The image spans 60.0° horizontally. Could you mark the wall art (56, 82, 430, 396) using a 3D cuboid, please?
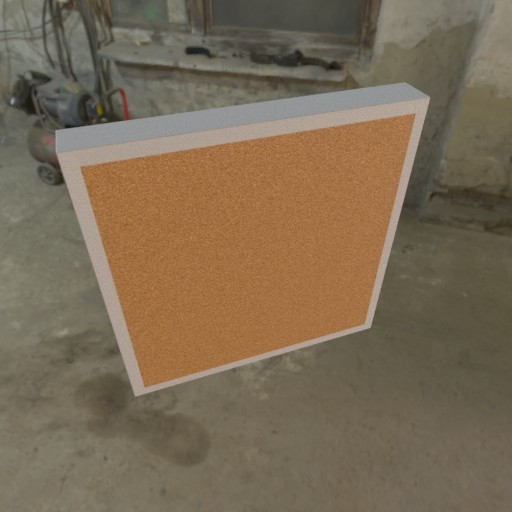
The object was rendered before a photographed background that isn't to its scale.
[{"bbox_3d":[0.000,0.000,0.456,0.305,0.305,0.038,-13,42,-15],"label":"wall art"}]
